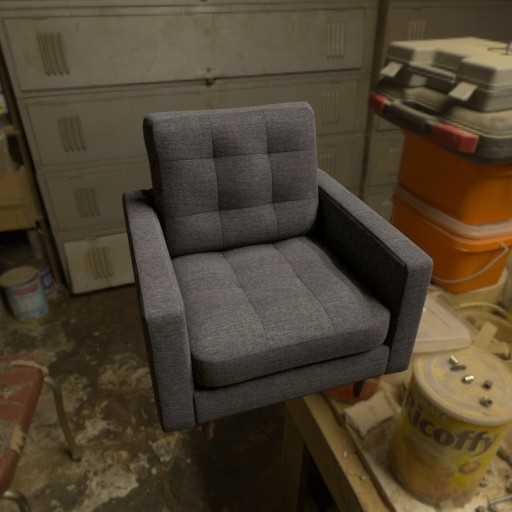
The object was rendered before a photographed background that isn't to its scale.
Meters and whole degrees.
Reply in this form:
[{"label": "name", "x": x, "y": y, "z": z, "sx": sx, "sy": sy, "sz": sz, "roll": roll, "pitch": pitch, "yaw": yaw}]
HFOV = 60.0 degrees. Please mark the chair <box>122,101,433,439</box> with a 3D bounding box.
[{"label": "chair", "x": 0.000, "y": 0.000, "z": 1.527, "sx": 0.821, "sy": 0.880, "sz": 0.843, "roll": -10, "pitch": 33, "yaw": -15}]
